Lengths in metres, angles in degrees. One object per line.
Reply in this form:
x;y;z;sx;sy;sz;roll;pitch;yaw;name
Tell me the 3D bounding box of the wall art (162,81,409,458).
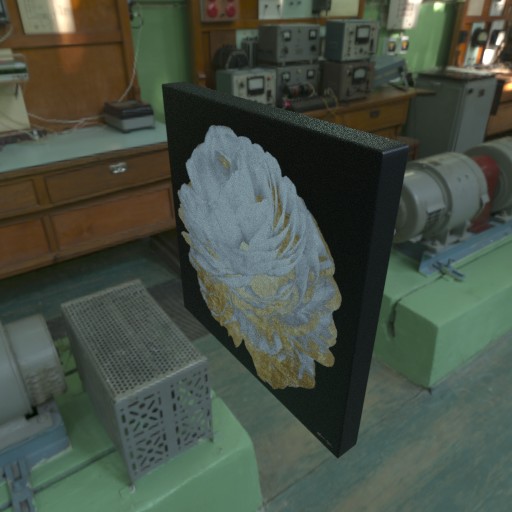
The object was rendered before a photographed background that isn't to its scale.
0.000;0.000;0.619;0.041;0.407;0.406;-21;36;-31;wall art
